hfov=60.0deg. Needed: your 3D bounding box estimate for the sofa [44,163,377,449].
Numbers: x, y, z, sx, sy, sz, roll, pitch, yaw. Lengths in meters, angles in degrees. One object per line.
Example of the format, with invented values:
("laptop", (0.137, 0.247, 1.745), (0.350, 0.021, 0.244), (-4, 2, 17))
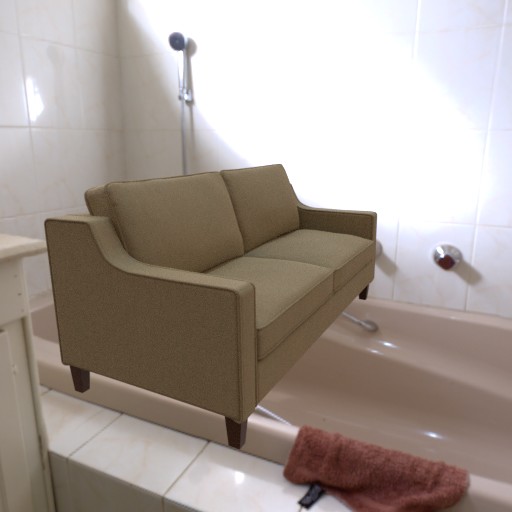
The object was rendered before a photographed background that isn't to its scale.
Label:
("sofa", (0.000, 0.000, 2.808), (1.066, 1.071, 2.178), (7, 16, 27))
